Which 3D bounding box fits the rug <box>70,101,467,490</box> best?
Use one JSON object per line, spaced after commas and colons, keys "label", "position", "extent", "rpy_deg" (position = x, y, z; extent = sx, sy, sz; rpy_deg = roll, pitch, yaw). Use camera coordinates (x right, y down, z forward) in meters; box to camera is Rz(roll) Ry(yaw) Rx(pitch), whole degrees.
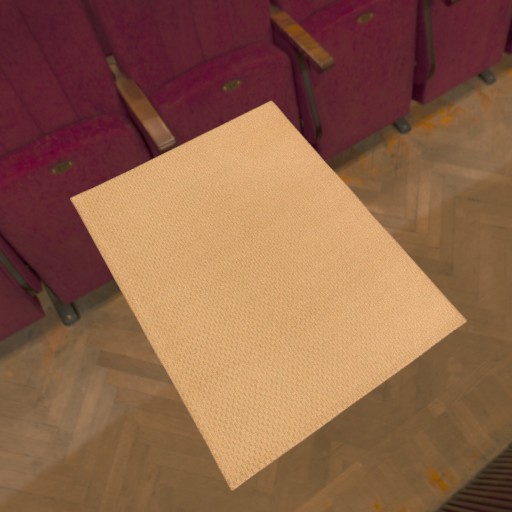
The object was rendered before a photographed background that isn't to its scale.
{"label": "rug", "position": [0.000, 0.000, 3.902], "extent": [2.277, 0.035, 2.897], "rpy_deg": [-30, 68, -14]}
